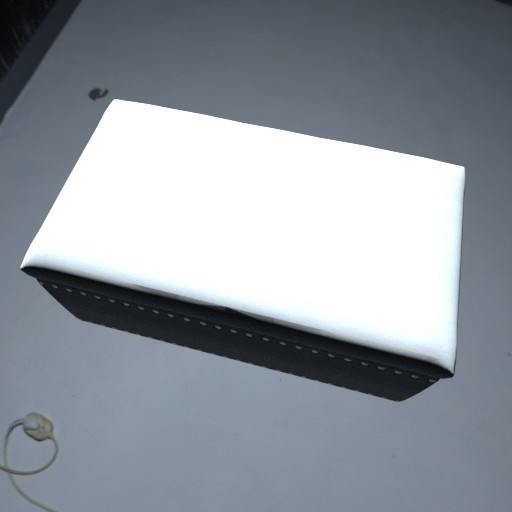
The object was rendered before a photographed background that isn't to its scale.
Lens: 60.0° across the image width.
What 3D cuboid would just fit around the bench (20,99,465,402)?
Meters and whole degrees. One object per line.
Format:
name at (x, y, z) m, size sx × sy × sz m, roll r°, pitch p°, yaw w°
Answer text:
bench at (0.000, 0.000, 1.145) m, size 0.887 × 0.449 × 0.500 m, roll 13°, pitch 63°, yaw 7°
